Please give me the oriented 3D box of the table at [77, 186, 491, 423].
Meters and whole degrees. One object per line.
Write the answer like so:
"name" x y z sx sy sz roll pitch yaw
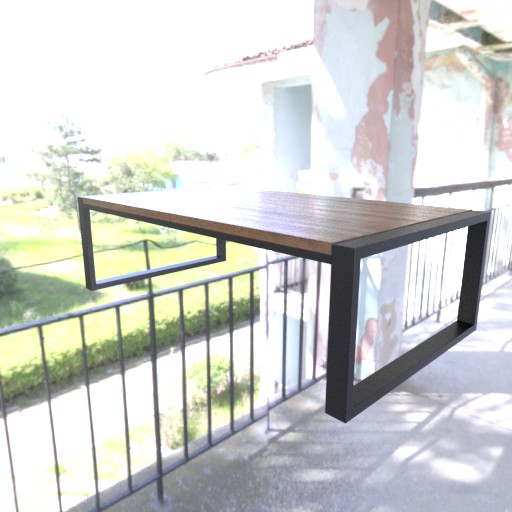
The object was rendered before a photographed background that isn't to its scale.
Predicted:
"table" 0.000 0.000 1.658 0.750 0.400 1.350 -13 19 -42
